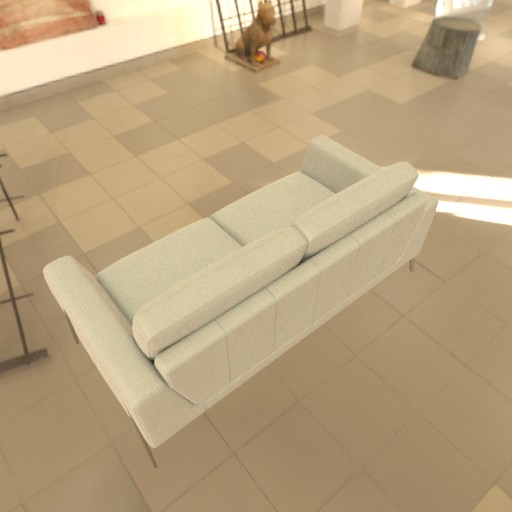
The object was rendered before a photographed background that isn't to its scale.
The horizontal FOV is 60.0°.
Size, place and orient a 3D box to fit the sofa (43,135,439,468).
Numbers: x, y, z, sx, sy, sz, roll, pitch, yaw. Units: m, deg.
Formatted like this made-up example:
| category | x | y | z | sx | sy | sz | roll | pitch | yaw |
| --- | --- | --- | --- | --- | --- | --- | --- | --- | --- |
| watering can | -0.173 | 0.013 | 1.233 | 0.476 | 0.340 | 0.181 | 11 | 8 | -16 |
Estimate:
| category | x | y | z | sx | sy | sz | roll | pitch | yaw |
| --- | --- | --- | --- | --- | --- | --- | --- | --- | --- |
| sofa | 0.000 | 0.000 | 2.511 | 2.017 | 0.875 | 0.953 | -30 | 53 | -26 |
